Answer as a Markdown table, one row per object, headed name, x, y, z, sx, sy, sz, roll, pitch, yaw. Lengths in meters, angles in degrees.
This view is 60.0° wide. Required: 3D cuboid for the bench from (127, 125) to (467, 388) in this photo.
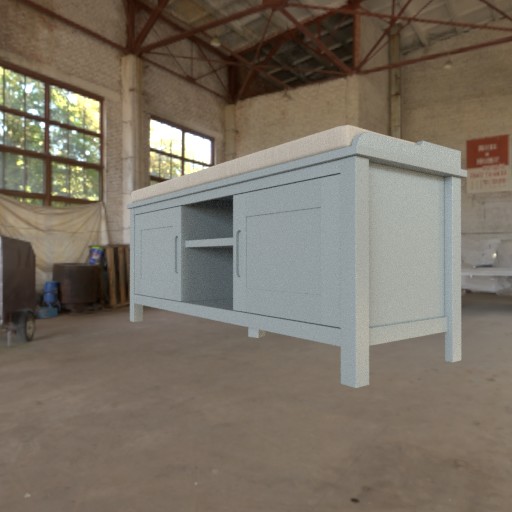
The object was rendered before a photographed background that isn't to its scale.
| name | x | y | z | sx | sy | sz | roll | pitch | yaw |
| --- | --- | --- | --- | --- | --- | --- | --- | --- | --- |
| bench | 0.000 | 0.000 | 1.389 | 0.398 | 0.501 | 1.140 | 0 | 0 | -37 |
